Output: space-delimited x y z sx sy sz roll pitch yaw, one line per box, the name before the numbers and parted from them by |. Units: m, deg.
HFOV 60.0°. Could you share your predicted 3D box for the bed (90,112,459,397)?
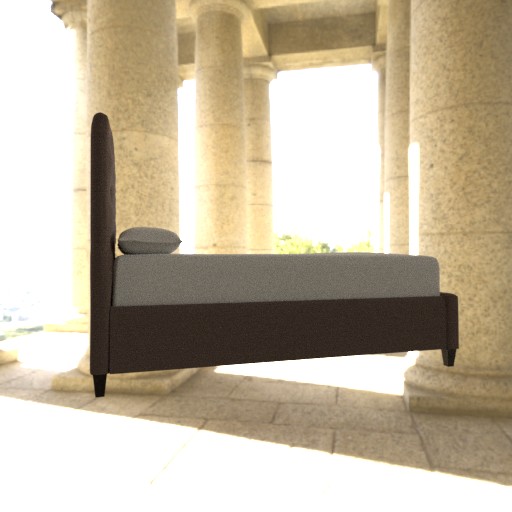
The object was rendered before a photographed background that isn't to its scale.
bed | 0.000 0.000 3.315 2.233 1.426 1.696 0 0 -17
